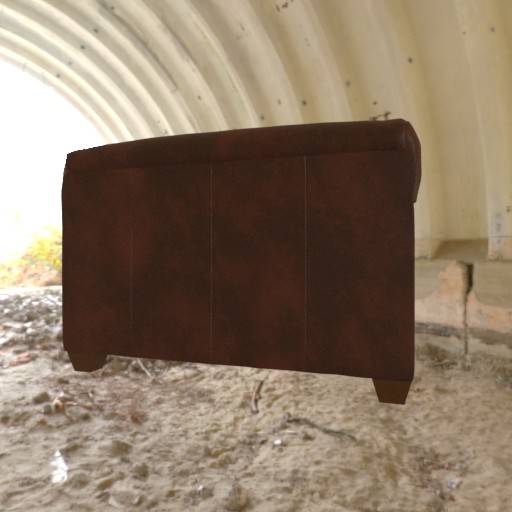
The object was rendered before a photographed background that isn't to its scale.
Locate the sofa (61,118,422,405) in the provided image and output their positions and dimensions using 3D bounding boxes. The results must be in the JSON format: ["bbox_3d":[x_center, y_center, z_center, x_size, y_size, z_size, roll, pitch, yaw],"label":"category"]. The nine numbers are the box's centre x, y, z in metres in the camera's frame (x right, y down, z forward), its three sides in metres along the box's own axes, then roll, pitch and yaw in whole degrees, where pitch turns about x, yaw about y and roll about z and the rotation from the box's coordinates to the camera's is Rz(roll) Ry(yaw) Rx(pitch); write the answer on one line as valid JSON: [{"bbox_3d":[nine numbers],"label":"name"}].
[{"bbox_3d":[0.000,0.000,2.057,1.413,0.956,1.000,0,0,19],"label":"sofa"}]
